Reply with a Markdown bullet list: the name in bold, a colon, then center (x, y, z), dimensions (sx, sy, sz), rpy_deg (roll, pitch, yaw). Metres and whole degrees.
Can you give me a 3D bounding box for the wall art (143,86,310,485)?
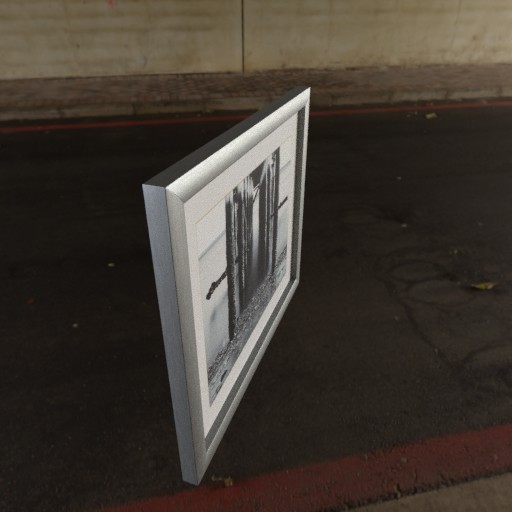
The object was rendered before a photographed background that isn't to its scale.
- **wall art**: center (0.000, 0.000, 0.751), dimensions (0.028, 0.457, 0.556), rpy_deg (10, 32, 17)
